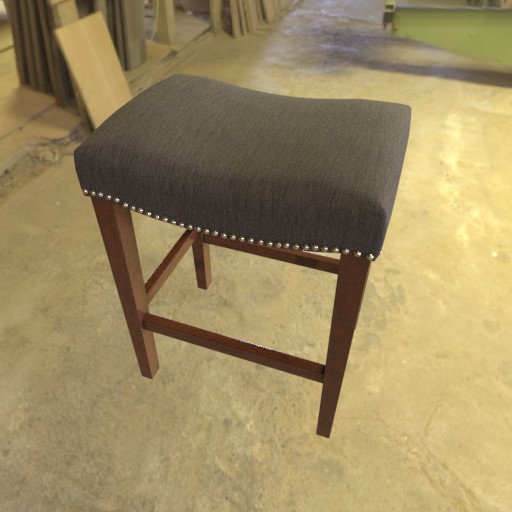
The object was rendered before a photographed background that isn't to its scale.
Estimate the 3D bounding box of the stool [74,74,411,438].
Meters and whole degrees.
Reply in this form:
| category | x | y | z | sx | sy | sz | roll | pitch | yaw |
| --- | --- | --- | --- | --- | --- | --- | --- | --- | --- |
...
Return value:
| category | x | y | z | sx | sy | sz | roll | pitch | yaw |
| --- | --- | --- | --- | --- | --- | --- | --- | --- | --- |
| stool | 0.000 | 0.000 | 0.963 | 0.504 | 0.654 | 0.372 | 13 | 44 | 15 |
